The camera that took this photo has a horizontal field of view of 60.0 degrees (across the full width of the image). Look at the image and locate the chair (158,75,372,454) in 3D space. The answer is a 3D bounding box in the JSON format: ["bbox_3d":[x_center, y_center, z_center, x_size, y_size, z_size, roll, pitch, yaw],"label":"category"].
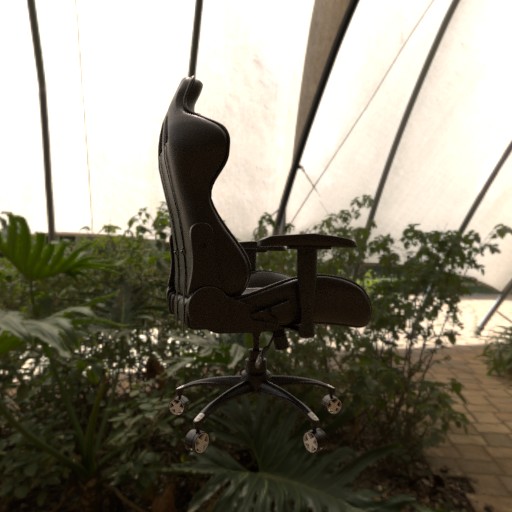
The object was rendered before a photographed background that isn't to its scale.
[{"bbox_3d":[0.000,0.000,1.719,0.695,1.285,0.730,0,-1,-19],"label":"chair"}]
